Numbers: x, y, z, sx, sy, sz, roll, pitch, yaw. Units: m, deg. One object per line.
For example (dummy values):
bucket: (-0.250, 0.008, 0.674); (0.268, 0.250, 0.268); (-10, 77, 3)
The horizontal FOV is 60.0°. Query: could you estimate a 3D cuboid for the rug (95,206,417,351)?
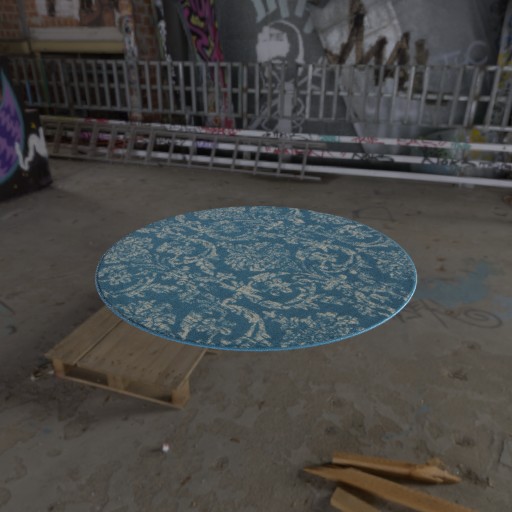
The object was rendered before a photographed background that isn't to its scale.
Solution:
rug: (0.000, 0.000, 2.309); (1.593, 0.012, 1.593); (0, 25, 0)
